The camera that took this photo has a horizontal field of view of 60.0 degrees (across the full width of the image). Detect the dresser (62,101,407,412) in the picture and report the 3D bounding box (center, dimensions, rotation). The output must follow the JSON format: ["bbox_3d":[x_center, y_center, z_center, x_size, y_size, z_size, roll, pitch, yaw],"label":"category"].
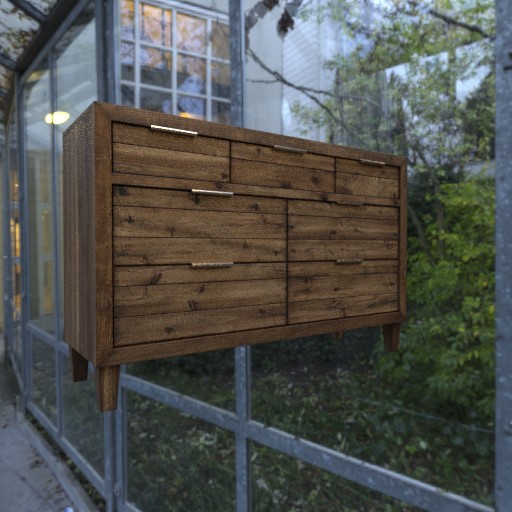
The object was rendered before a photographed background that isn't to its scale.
[{"bbox_3d":[0.000,0.000,1.814,1.387,0.892,0.438,-1,1,-35],"label":"dresser"}]
